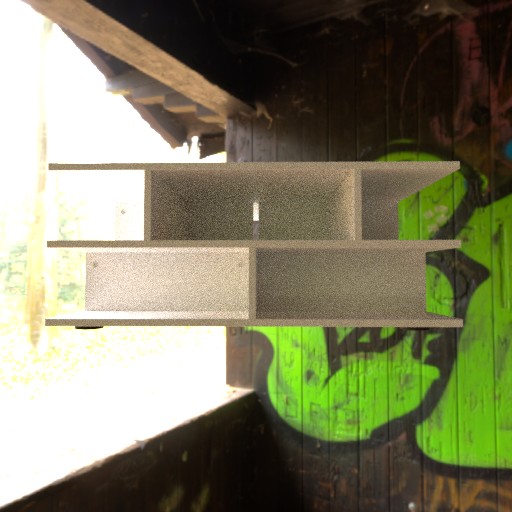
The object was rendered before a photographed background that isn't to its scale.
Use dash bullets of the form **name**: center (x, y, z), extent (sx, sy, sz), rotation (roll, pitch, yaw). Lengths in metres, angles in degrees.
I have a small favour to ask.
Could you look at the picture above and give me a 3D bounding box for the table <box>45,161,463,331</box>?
- **table**: center (0.000, 0.000, 1.096), extent (0.700, 0.289, 0.700), rotation (0, -2, 1)
